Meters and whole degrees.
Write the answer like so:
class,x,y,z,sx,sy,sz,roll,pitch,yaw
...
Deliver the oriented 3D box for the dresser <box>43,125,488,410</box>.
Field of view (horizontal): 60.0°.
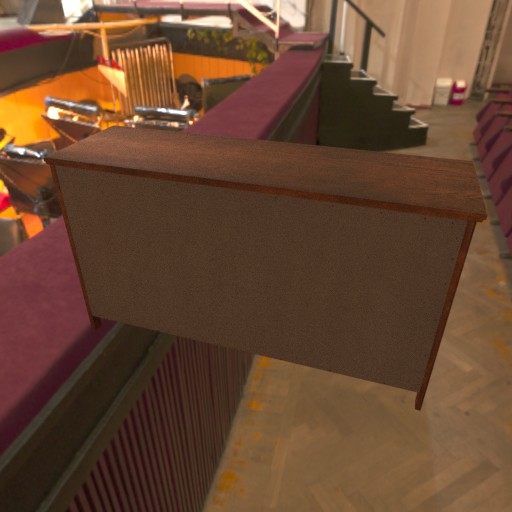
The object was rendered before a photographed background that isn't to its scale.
class,x,y,z,sx,sy,sz,roll,pitch,yaw
dresser,0.000,0.000,1.886,1.551,0.856,0.463,10,33,15
